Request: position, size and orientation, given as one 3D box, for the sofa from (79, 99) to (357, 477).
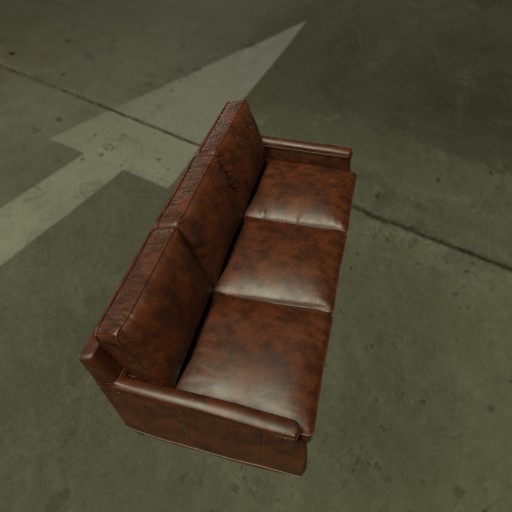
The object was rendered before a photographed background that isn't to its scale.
[{"bbox_3d":[0.000,0.000,2.805,1.084,1.003,2.240,11,49,10],"label":"sofa"}]
